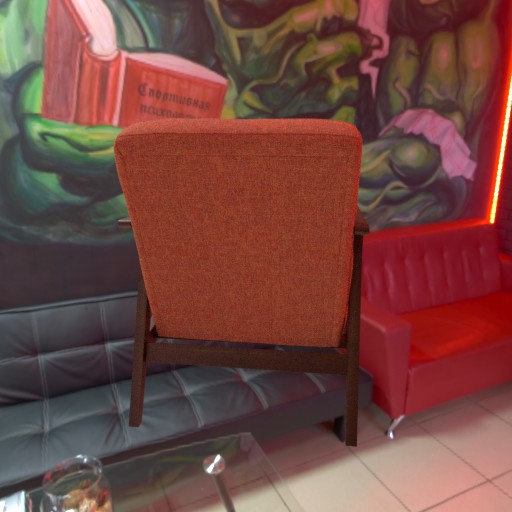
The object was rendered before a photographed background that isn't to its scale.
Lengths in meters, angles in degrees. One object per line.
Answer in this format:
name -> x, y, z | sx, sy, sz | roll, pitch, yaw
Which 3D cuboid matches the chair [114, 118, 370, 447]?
chair -> 0.000, 0.000, 1.524 | 0.719, 0.890, 0.860 | 2, 16, 7
